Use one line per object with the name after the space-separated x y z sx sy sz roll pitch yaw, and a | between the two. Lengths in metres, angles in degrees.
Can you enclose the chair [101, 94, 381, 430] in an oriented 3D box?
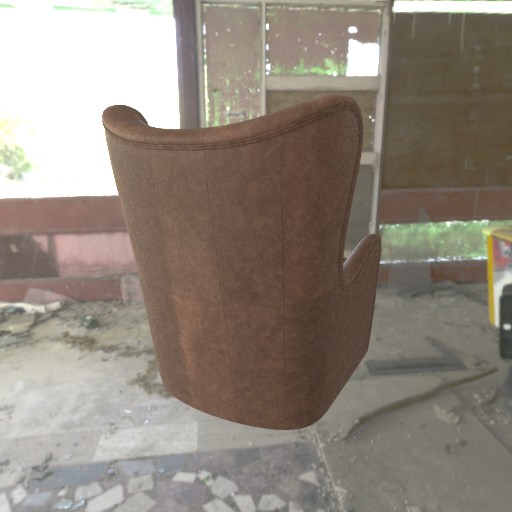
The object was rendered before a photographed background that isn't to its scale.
0.000 0.000 1.671 0.831 1.079 0.930 8 17 27 | chair
